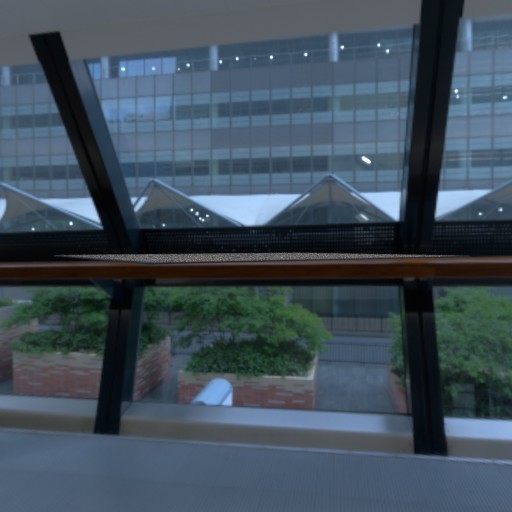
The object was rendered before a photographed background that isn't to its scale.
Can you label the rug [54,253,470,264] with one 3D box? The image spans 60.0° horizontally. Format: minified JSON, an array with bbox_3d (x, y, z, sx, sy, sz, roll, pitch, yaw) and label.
[{"bbox_3d":[0.000,0.000,4.129,3.048,0.010,2.438,-1,1,-35],"label":"rug"}]
